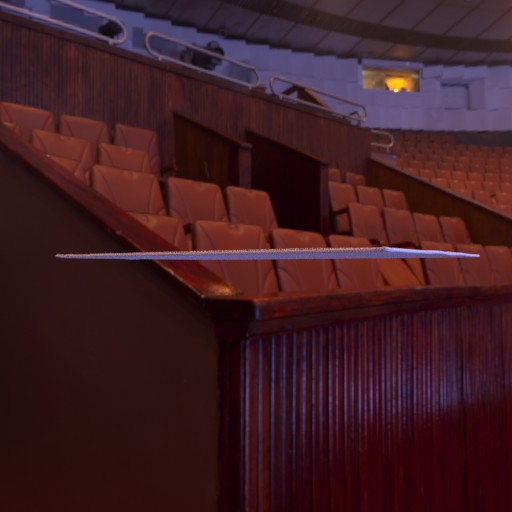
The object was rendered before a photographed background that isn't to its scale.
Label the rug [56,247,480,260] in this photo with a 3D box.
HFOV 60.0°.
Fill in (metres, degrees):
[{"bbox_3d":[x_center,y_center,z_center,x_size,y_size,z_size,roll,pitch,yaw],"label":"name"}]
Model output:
[{"bbox_3d":[0.000,0.000,2.986,2.438,0.034,1.521,-1,-1,38],"label":"rug"}]
